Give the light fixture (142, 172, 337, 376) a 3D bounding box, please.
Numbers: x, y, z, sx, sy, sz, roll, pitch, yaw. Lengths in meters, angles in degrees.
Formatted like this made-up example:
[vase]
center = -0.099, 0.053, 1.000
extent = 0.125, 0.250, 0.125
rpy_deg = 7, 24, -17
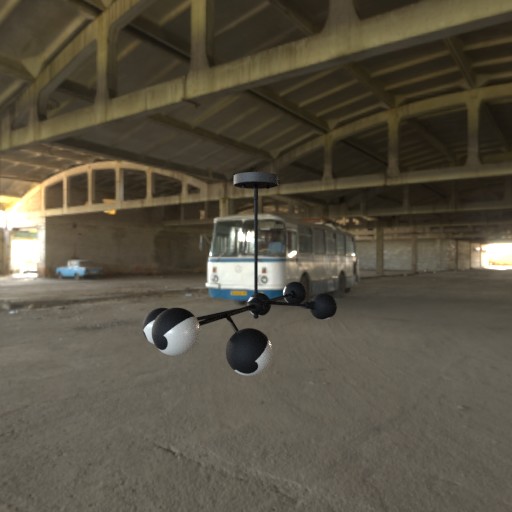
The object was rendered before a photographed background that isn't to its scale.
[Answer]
[light fixture]
center = 0.000, 0.000, 1.005
extent = 0.434, 0.362, 0.778
rpy_deg = 0, 0, 35
